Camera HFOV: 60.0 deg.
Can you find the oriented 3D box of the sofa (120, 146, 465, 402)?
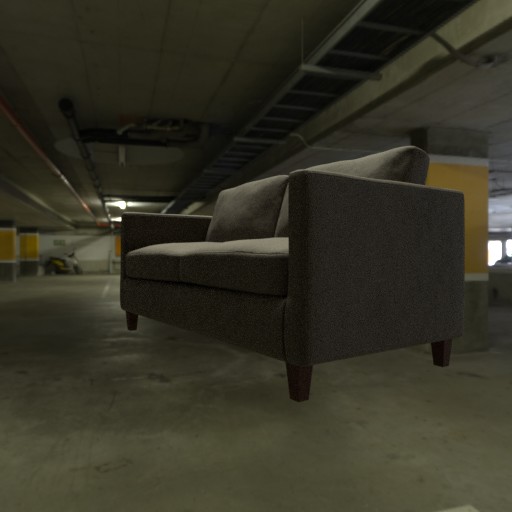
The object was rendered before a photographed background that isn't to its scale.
[{"bbox_3d":[0.000,0.000,2.418,0.950,0.963,1.884,0,0,-35],"label":"sofa"}]
